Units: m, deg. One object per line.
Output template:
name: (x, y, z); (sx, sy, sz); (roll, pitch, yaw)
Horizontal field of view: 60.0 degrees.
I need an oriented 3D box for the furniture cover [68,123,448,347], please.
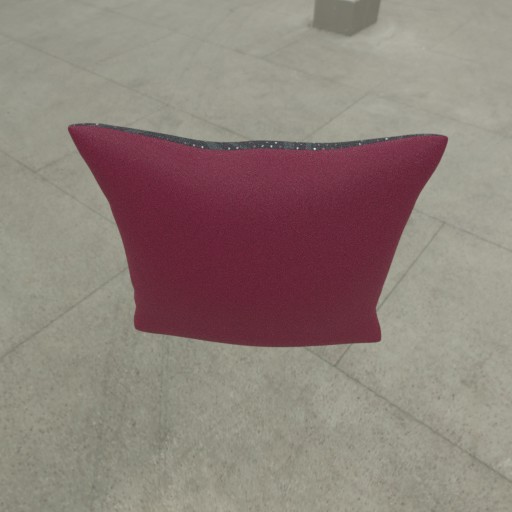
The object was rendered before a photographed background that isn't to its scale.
furniture cover: (0.000, 0.000, 0.812); (0.552, 0.509, 0.193); (2, 45, 2)
